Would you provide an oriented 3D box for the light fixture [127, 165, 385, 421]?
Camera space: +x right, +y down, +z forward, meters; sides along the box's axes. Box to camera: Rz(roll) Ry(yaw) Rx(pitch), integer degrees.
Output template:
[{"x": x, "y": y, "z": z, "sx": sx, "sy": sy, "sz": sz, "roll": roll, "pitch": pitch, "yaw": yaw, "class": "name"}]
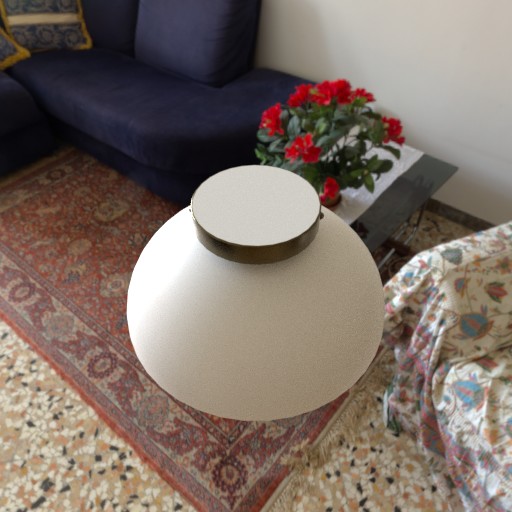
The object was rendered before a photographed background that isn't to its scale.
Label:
[{"x": 0.000, "y": 0.000, "z": 0.567, "sx": 0.355, "sy": 0.177, "sz": 0.355, "roll": 0, "pitch": 45, "yaw": 0, "class": "light fixture"}]
